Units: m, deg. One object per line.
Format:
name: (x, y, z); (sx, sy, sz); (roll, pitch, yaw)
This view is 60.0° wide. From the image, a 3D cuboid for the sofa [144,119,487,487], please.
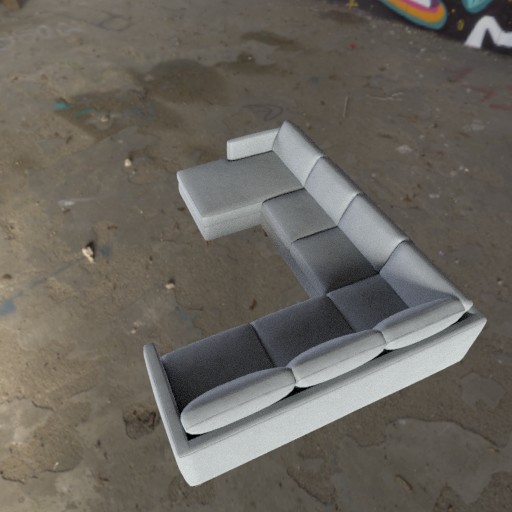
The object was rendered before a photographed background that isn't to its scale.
sofa: (0.000, 0.000, 4.266); (2.551, 0.853, 3.238); (-18, 49, -17)
